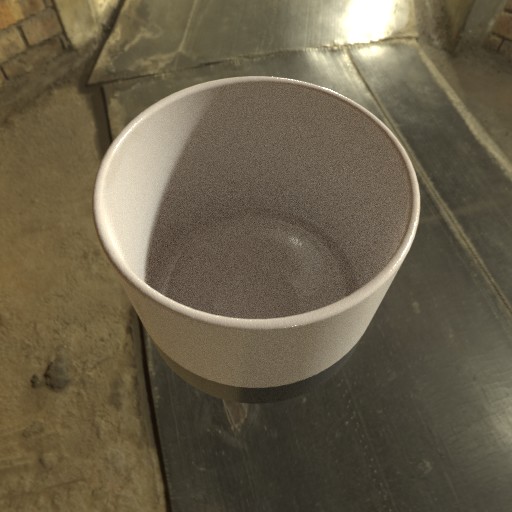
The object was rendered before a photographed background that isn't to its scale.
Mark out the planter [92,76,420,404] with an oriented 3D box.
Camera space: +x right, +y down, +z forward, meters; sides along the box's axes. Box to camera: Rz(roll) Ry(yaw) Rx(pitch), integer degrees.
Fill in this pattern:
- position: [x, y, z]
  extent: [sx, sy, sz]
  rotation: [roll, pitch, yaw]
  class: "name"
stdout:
- position: [0.000, 0.000, 0.339]
  extent: [0.193, 0.177, 0.193]
  rotation: [0, 58, 0]
  class: "planter"
